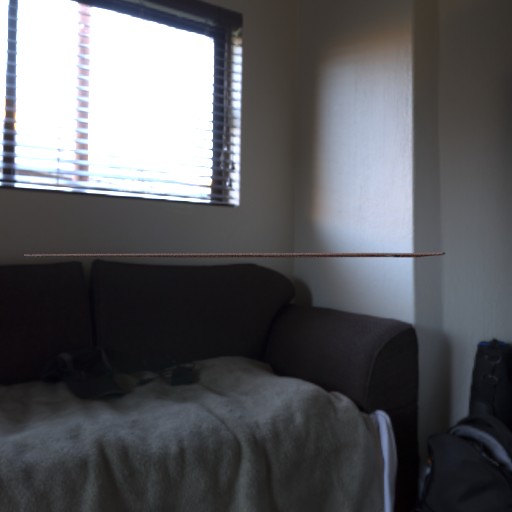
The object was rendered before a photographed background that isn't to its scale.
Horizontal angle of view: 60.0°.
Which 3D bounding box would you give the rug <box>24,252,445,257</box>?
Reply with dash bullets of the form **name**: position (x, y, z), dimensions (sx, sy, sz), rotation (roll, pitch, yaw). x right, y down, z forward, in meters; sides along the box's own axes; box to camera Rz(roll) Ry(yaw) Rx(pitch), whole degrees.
- **rug**: position (0.000, 0.000, 4.210), dimensions (3.092, 0.023, 2.479), rotation (0, 0, 17)
